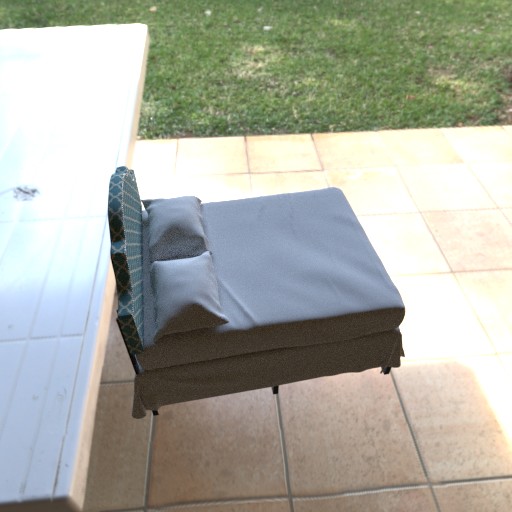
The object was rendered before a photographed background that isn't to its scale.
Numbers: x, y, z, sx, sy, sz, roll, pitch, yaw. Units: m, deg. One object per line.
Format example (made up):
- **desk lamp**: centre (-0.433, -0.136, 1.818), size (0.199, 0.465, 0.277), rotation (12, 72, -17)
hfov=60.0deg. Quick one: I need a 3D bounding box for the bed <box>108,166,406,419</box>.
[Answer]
- **bed**: centre (0.000, 0.000, 3.603), size (2.222, 1.633, 1.780), rotation (-8, 45, -8)
